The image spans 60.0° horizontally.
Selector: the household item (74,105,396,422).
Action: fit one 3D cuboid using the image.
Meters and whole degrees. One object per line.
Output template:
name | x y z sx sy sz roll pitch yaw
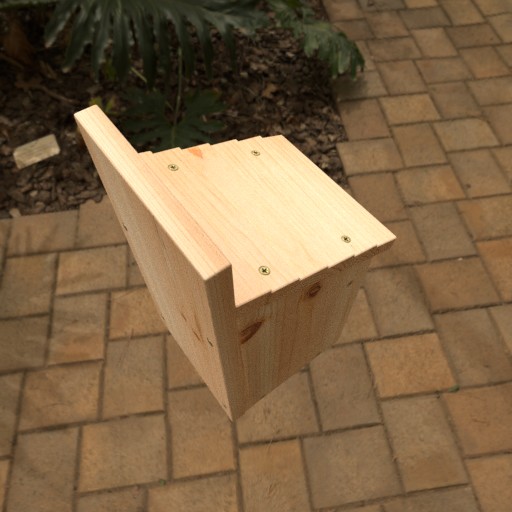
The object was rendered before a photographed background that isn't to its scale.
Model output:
household item | 0.000 0.000 0.393 0.171 0.300 0.149 -32 63 -19
